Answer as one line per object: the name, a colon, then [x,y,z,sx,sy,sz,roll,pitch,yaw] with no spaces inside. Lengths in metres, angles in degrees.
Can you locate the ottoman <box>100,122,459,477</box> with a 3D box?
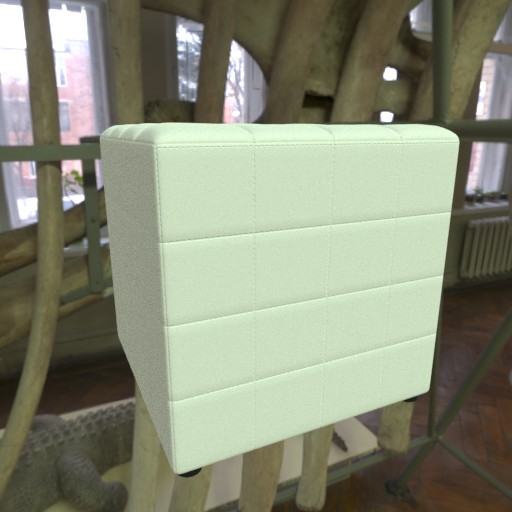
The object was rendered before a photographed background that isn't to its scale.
ottoman: [0.000,0.000,0.757,0.425,0.432,0.425,-8,18,-25]
